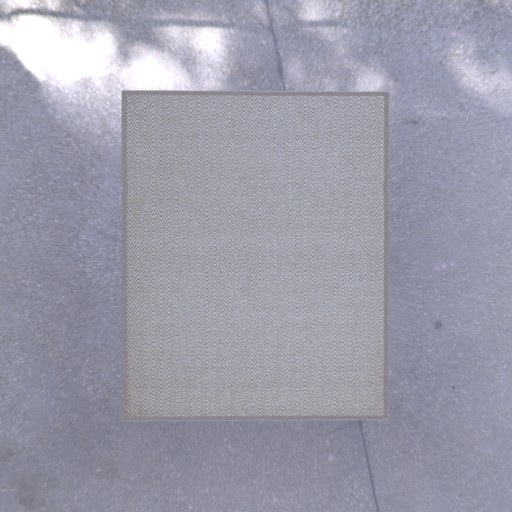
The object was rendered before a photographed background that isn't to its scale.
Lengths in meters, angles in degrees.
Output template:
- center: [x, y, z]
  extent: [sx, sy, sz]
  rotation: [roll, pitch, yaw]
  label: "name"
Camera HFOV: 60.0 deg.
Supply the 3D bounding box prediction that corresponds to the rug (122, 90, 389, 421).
- center: [0.000, 0.000, 4.040]
  extent: [2.434, 0.032, 3.007]
  rotation: [0, 90, -1]
  label: "rug"
